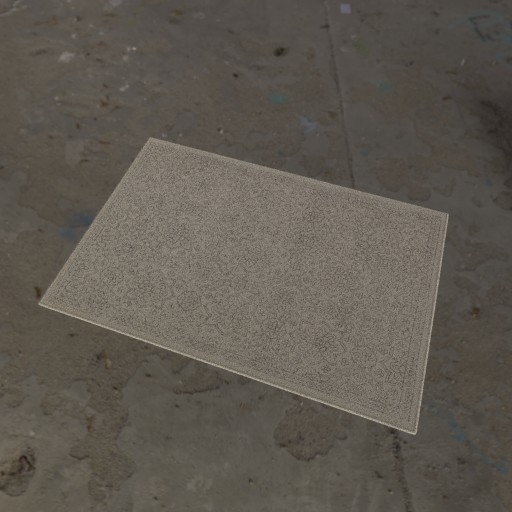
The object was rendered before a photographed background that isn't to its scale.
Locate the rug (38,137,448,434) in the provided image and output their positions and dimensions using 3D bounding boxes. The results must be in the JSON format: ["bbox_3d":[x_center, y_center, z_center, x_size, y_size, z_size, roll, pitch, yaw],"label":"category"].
[{"bbox_3d":[0.000,0.000,2.301,1.829,0.010,1.219,16,59,10],"label":"rug"}]
